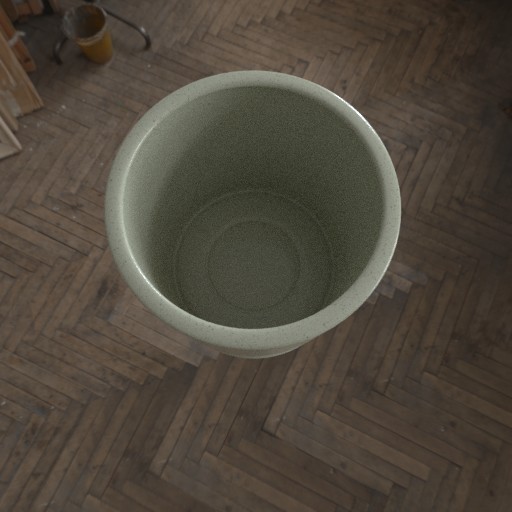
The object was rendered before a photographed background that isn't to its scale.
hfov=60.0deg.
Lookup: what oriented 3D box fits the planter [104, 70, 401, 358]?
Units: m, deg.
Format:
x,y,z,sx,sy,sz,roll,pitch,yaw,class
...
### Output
x,y,z,sx,sy,sz,roll,pitch,yaw,class
0.000,0.000,0.695,0.323,0.475,0.314,31,78,8,planter
